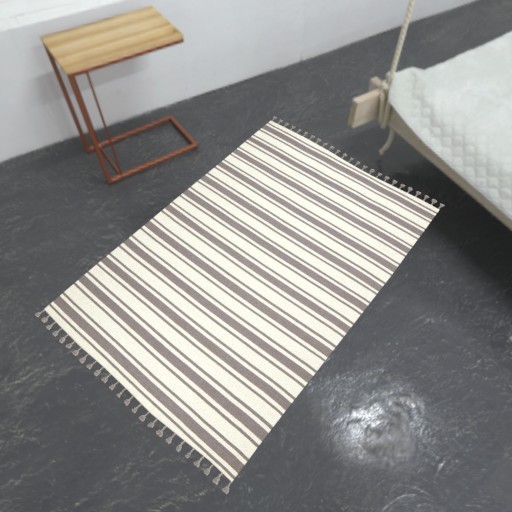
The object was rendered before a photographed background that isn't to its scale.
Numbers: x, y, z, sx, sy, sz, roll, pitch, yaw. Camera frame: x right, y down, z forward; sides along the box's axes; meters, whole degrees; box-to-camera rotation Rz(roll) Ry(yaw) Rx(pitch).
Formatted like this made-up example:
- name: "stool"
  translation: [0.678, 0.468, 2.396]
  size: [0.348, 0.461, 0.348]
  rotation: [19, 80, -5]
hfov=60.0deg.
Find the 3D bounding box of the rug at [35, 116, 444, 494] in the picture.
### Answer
- name: "rug"
  translation: [0.000, 0.000, 2.965]
  size: [1.563, 0.014, 2.425]
  rotation: [34, 63, 21]
